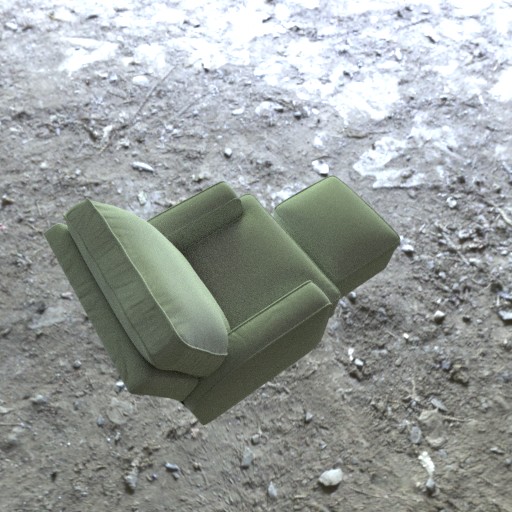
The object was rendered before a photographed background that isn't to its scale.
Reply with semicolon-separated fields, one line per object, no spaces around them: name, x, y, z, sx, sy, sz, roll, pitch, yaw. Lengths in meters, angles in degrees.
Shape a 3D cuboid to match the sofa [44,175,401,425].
sofa;0.000;0.000;2.054;1.472;0.959;0.861;-30;63;-18
